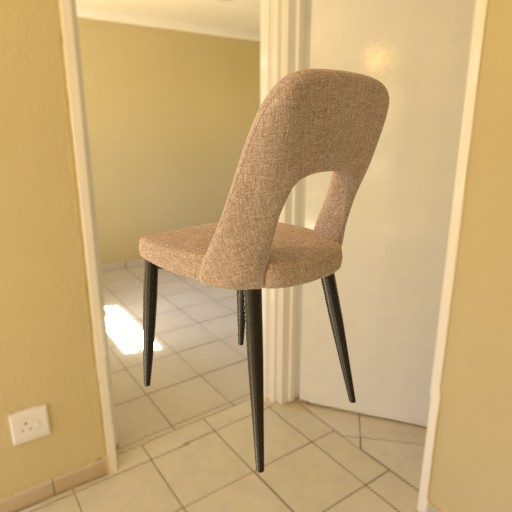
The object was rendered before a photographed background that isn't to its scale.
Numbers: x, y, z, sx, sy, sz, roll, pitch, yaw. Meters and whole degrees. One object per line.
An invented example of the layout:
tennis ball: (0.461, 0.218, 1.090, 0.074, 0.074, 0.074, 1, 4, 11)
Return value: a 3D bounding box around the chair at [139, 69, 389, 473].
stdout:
chair: (0.000, 0.000, 1.263, 0.470, 0.931, 0.612, -15, 21, -42)
